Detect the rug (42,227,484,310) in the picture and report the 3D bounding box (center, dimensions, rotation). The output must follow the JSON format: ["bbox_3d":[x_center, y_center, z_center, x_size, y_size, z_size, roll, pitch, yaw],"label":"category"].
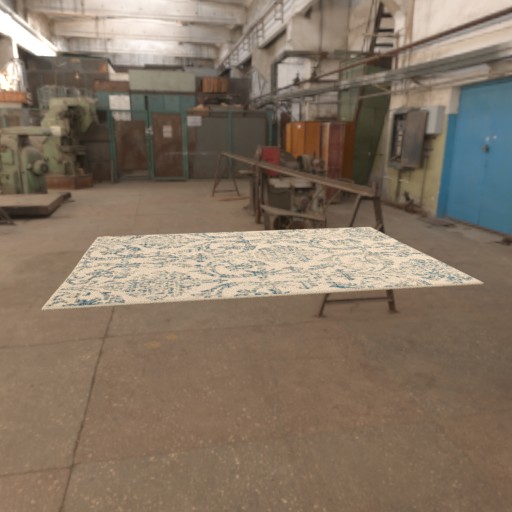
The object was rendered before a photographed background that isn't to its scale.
[{"bbox_3d":[0.000,0.000,2.380,1.831,0.012,1.213,-3,16,-9],"label":"rug"}]
